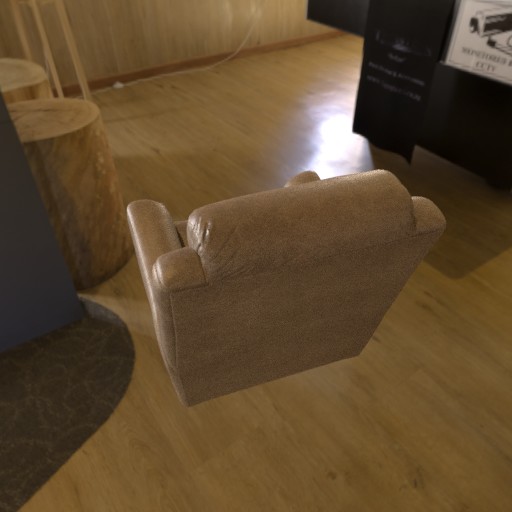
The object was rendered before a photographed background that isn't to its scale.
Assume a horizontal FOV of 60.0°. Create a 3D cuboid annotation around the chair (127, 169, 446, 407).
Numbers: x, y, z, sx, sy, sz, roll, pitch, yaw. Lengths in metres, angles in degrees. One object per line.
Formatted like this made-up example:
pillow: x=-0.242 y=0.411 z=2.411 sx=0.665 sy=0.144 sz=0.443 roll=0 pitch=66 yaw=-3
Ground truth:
chair: x=0.000 y=0.000 z=1.878 sx=0.965 sy=1.116 sz=1.068 roll=-13 pitch=43 yaw=-14
